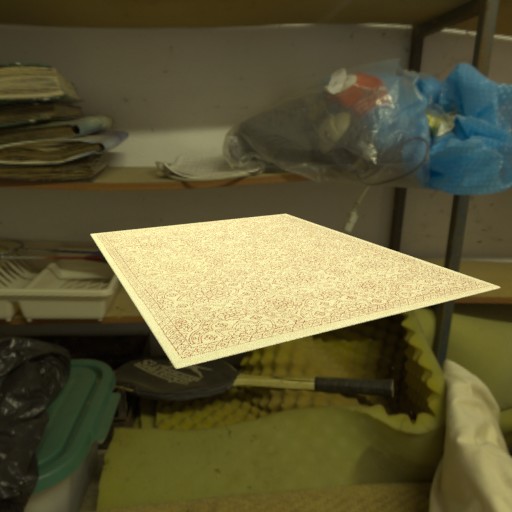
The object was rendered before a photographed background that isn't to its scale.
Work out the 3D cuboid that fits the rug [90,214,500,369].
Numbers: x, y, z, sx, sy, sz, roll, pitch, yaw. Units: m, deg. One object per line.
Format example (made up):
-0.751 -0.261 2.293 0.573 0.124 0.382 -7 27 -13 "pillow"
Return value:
0.000 0.000 3.989 2.441 0.015 3.050 -8 19 -26 "rug"
